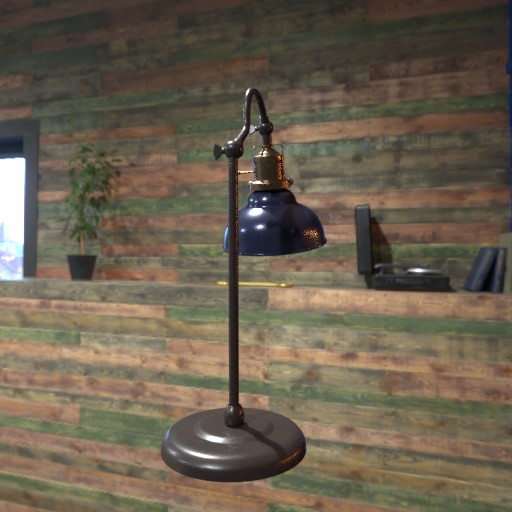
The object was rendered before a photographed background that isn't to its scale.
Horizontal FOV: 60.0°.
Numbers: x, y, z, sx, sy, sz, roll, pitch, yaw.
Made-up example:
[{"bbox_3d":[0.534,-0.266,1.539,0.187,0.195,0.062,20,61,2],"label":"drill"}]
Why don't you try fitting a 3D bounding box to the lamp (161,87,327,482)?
[{"bbox_3d":[0.000,0.000,0.678,0.192,0.508,0.374,0,0,19],"label":"lamp"}]
